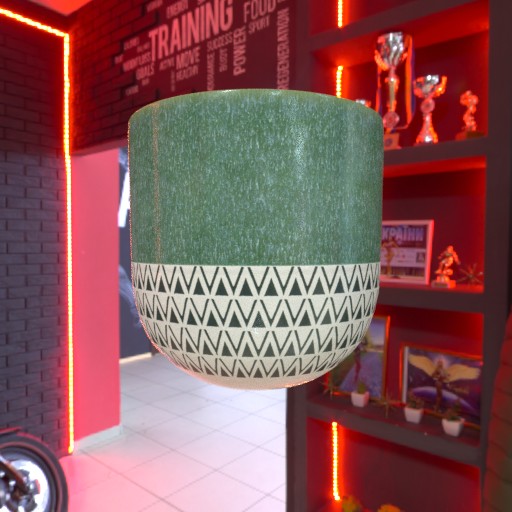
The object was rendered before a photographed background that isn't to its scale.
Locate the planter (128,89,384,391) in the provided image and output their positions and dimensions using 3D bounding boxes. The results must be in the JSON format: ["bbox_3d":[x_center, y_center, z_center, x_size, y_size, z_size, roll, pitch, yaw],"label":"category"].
[{"bbox_3d":[0.000,0.000,0.483,0.266,0.270,0.266,0,1,0],"label":"planter"}]
